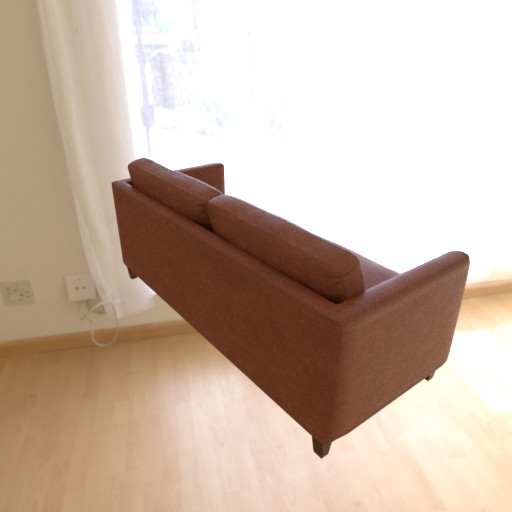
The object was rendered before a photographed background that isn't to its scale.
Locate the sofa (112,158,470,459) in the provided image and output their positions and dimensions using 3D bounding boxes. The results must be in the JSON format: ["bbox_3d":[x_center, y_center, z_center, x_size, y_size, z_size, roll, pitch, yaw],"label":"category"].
[{"bbox_3d":[0.000,0.000,2.737,0.950,0.932,2.204,-19,32,-33],"label":"sofa"}]
